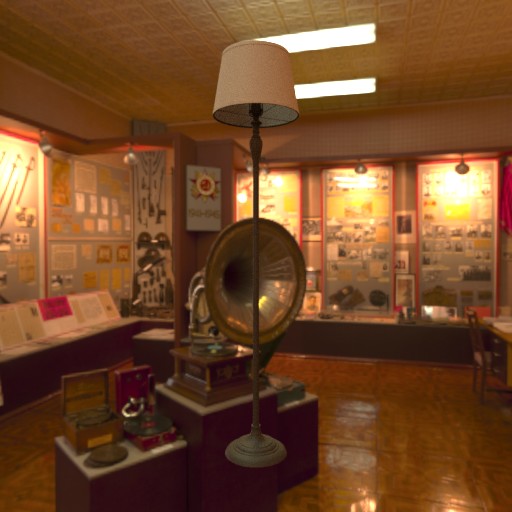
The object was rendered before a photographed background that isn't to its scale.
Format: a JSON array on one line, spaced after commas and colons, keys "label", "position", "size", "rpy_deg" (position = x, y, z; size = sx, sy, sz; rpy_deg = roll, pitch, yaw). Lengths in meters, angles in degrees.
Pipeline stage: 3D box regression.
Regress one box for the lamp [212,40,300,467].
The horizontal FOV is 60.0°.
[{"label": "lamp", "position": [0.000, 0.000, 1.683], "size": [0.327, 1.506, 0.327], "rpy_deg": [0, 1, 17]}]
